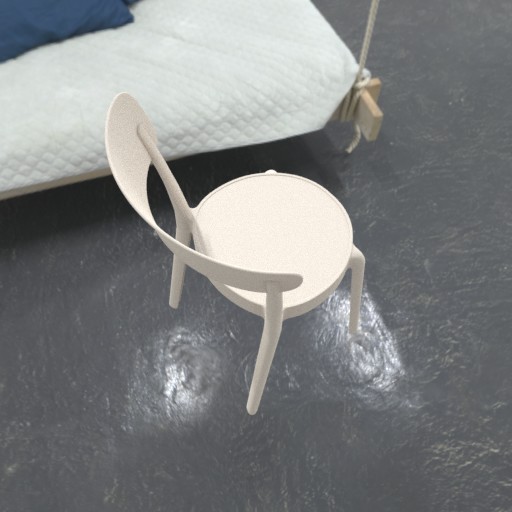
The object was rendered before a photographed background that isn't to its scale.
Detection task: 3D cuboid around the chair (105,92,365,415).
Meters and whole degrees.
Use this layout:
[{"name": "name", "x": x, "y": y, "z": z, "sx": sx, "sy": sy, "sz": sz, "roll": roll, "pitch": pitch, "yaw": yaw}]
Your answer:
[{"name": "chair", "x": 0.000, "y": 0.000, "z": 1.099, "sx": 0.491, "sy": 0.790, "sz": 0.506, "roll": -33, "pitch": 63, "yaw": -19}]
